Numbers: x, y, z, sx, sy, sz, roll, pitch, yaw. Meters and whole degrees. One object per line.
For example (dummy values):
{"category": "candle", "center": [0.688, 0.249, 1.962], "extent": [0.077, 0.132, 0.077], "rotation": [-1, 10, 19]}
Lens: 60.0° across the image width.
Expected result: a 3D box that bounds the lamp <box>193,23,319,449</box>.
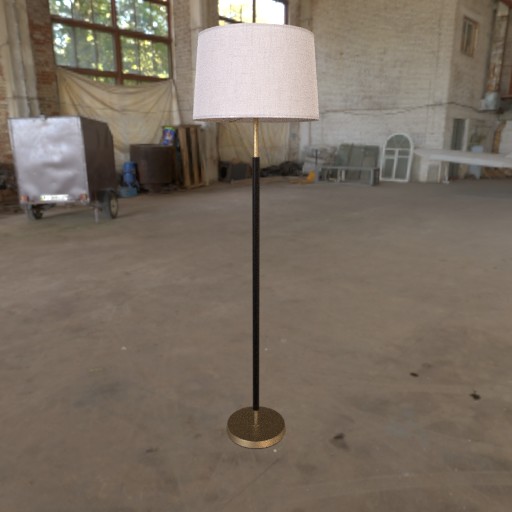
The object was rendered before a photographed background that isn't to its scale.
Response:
{"category": "lamp", "center": [0.000, 0.000, 1.603], "extent": [0.420, 1.447, 0.420], "rotation": [0, 15, 0]}
